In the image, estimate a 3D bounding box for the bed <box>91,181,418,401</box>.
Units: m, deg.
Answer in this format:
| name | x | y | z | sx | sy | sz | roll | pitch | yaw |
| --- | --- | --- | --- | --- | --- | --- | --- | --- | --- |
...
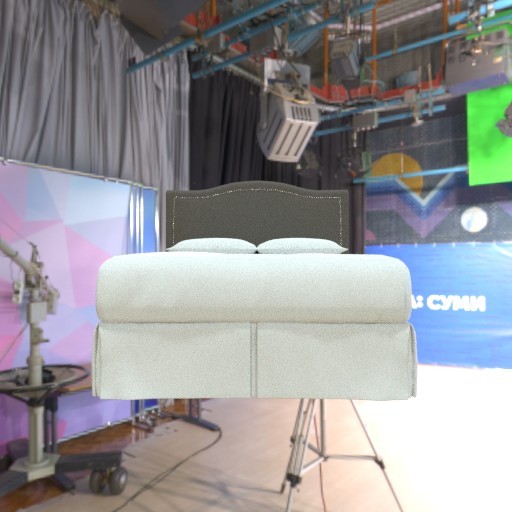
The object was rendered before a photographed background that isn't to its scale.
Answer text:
| name | x | y | z | sx | sy | sz | roll | pitch | yaw |
| --- | --- | --- | --- | --- | --- | --- | --- | --- | --- |
| bed | 0.000 | 0.000 | 3.097 | 1.666 | 1.387 | 2.036 | 0 | 0 | 1 |
